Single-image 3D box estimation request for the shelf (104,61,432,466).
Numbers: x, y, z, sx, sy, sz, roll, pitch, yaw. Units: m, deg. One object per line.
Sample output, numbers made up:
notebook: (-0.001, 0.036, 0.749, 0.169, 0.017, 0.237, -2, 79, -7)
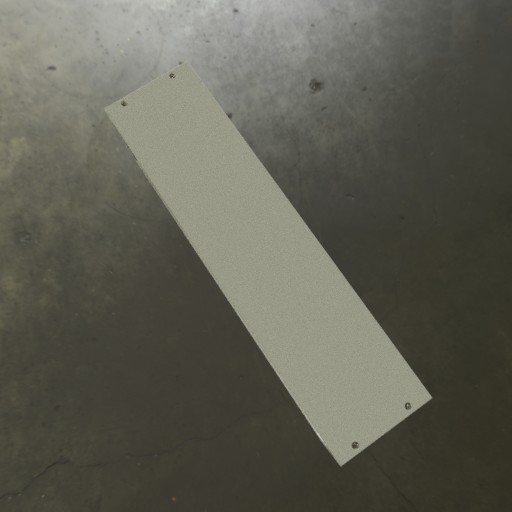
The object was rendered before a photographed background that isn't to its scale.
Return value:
shelf: (0.000, 0.000, 0.713, 0.150, 0.170, 0.610, -33, 79, -7)
